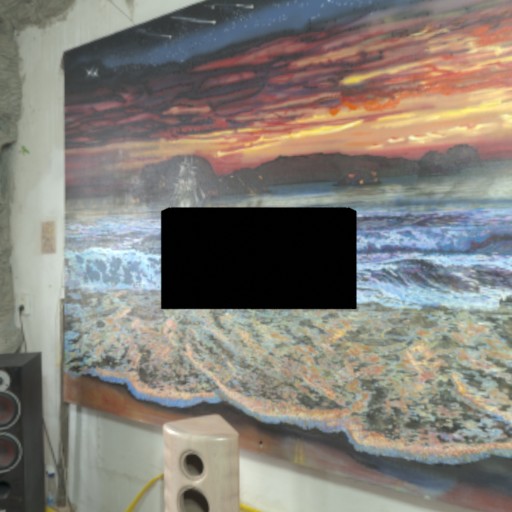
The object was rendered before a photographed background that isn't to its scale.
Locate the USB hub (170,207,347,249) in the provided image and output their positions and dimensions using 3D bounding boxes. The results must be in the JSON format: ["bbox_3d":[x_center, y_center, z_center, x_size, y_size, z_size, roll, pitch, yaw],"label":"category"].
[{"bbox_3d":[0.000,0.000,0.125,0.044,0.023,0.110,0,1,-1],"label":"USB hub"}]
